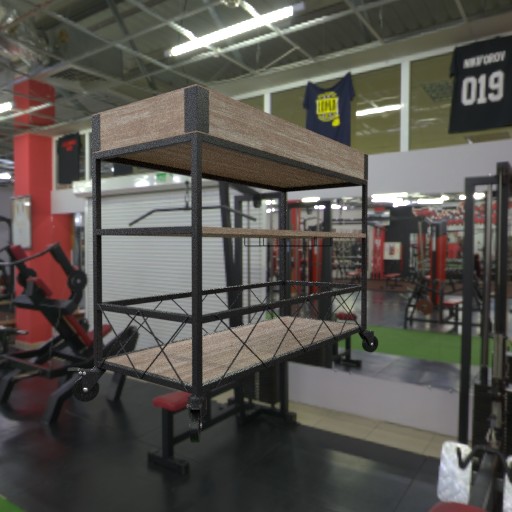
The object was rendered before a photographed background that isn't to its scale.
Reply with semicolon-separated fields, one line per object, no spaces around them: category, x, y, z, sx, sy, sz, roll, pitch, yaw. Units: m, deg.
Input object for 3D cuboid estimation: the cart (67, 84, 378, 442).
cart;0.000;0.000;1.498;0.500;0.787;1.101;1;2;37
